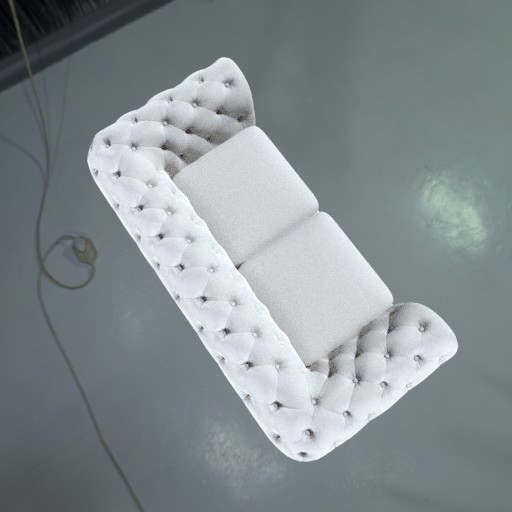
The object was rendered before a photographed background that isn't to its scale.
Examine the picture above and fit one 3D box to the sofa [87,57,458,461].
[{"bbox_3d":[0.000,0.000,2.481,0.986,0.764,1.998,-35,79,-8],"label":"sofa"}]
